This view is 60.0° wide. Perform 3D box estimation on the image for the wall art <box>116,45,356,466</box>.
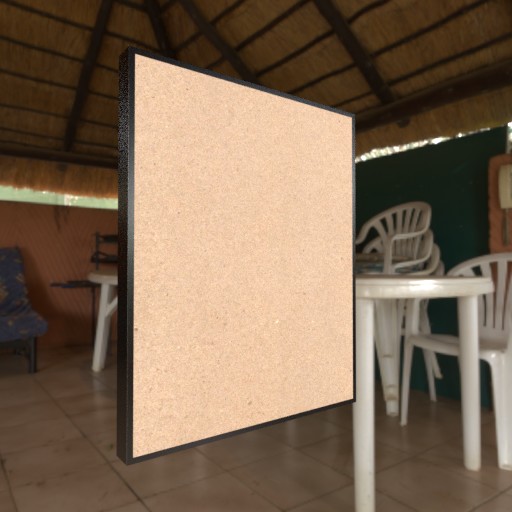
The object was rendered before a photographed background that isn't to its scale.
[{"bbox_3d":[0.000,0.000,0.729,0.448,0.551,0.038,1,-1,-37],"label":"wall art"}]
